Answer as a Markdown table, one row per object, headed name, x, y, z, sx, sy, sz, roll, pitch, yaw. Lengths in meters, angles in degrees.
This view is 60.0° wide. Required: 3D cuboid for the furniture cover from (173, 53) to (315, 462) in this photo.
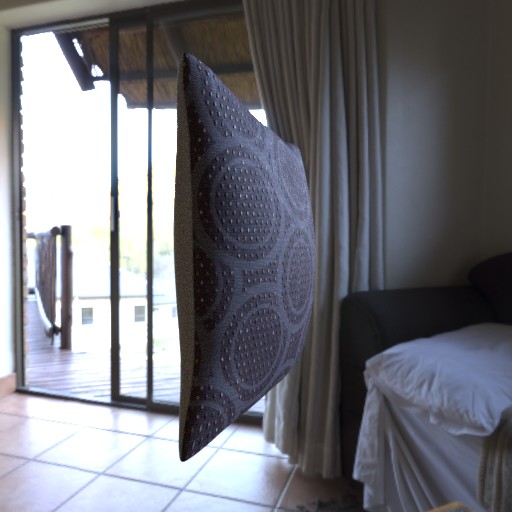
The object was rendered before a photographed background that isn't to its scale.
| name | x | y | z | sx | sy | sz | roll | pitch | yaw |
| --- | --- | --- | --- | --- | --- | --- | --- | --- | --- |
| furniture cover | 0.000 | 0.000 | 0.801 | 0.193 | 0.509 | 0.552 | 0 | 1 | 20 |
